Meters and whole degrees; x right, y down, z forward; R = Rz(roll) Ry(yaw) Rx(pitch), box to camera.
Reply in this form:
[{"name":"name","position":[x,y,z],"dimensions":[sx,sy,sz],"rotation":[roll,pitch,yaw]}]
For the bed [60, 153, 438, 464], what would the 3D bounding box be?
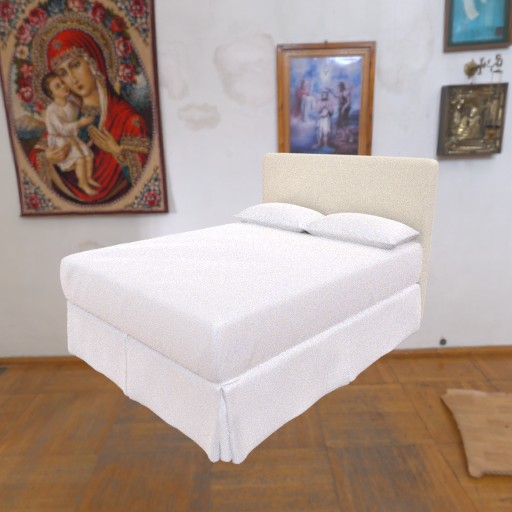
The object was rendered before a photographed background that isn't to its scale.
[{"name":"bed","position":[0.000,0.000,3.121],"dimensions":[1.714,1.330,2.147],"rotation":[14,21,42]}]
